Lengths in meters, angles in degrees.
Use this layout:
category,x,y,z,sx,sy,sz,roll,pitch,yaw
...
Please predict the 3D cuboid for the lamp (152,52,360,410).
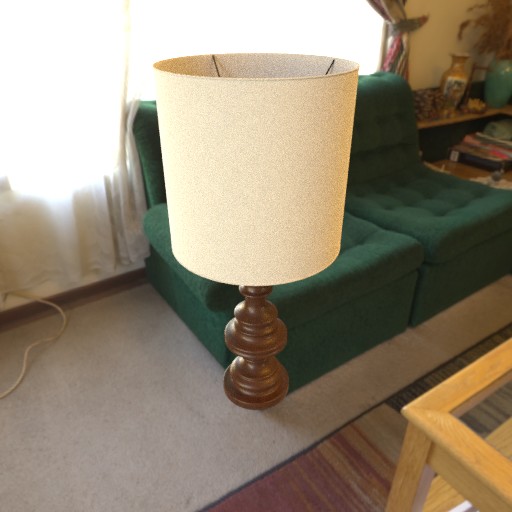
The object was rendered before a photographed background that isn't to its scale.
category,x,y,z,sx,sy,sz,roll,pitch,yaw
lamp,0.000,0.000,0.567,0.208,0.455,0.208,22,37,33
